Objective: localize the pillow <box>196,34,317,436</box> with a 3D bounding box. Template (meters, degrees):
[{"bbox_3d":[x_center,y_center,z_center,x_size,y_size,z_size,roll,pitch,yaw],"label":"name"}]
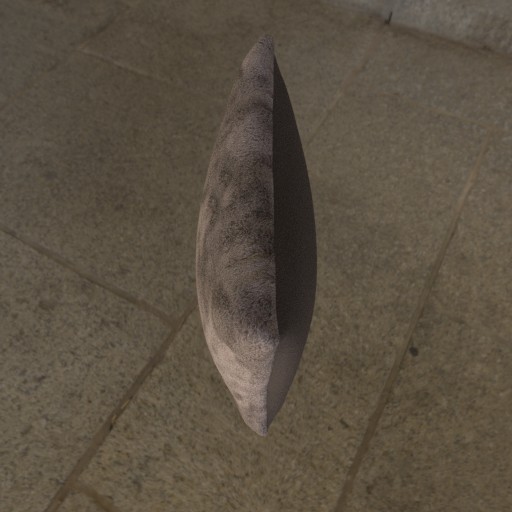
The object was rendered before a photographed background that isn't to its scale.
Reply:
[{"bbox_3d":[0.000,0.000,0.784,0.204,0.520,0.522,0,59,0],"label":"pillow"}]
